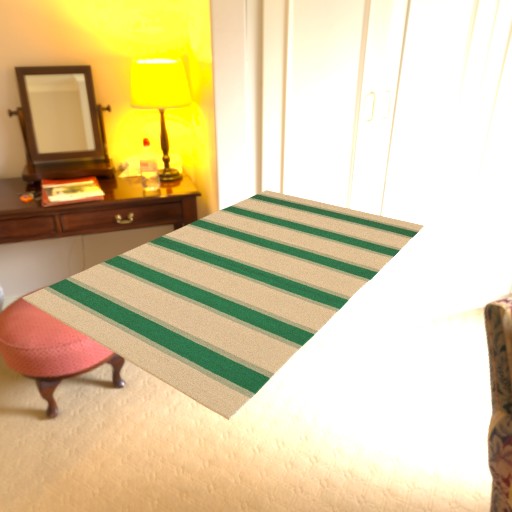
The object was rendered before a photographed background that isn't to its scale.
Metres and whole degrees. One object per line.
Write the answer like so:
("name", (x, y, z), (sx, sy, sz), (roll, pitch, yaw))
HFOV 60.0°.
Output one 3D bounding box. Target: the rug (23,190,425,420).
("rug", (0.000, 0.000, 3.003), (1.521, 0.015, 2.436), (18, 32, 32))
